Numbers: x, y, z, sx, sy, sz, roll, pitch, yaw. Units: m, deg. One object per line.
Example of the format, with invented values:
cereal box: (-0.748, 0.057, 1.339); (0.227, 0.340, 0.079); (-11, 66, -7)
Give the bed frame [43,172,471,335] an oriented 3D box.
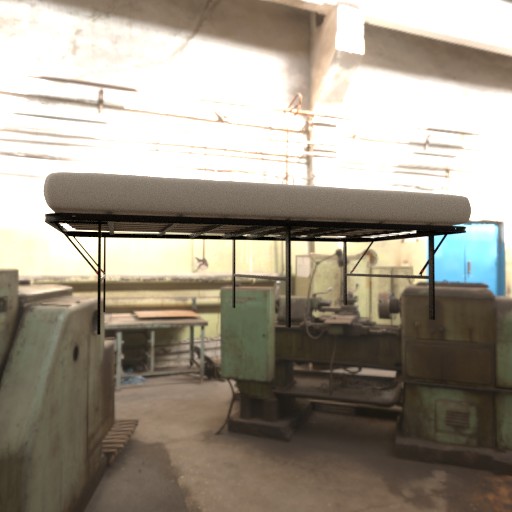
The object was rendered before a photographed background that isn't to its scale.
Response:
bed frame: (0.000, 0.000, 2.306); (1.903, 0.619, 0.989); (0, -1, -18)
